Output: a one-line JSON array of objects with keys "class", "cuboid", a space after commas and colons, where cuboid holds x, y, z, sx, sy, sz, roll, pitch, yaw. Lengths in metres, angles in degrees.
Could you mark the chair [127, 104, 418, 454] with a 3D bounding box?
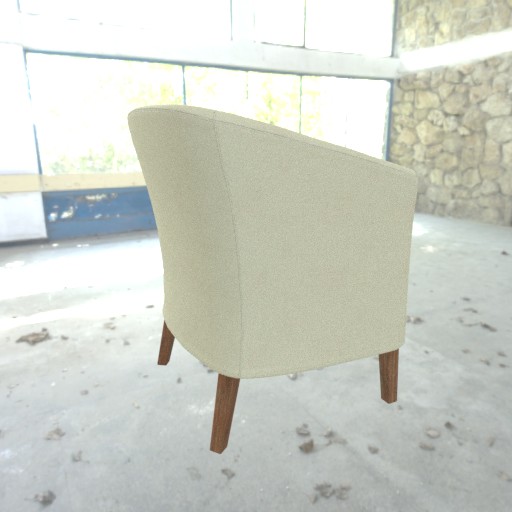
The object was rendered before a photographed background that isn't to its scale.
[{"class": "chair", "cuboid": [0.000, 0.000, 1.316, 0.657, 0.822, 0.643, -7, 16, -26]}]
